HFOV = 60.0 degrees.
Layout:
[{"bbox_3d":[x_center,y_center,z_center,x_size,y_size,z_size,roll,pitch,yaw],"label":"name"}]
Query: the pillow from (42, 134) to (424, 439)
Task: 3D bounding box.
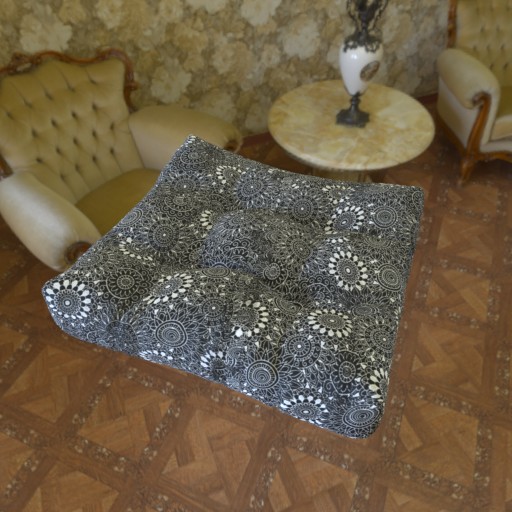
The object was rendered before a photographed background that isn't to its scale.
[{"bbox_3d":[0.000,0.000,0.734,0.490,0.128,0.468,16,48,15],"label":"pillow"}]
